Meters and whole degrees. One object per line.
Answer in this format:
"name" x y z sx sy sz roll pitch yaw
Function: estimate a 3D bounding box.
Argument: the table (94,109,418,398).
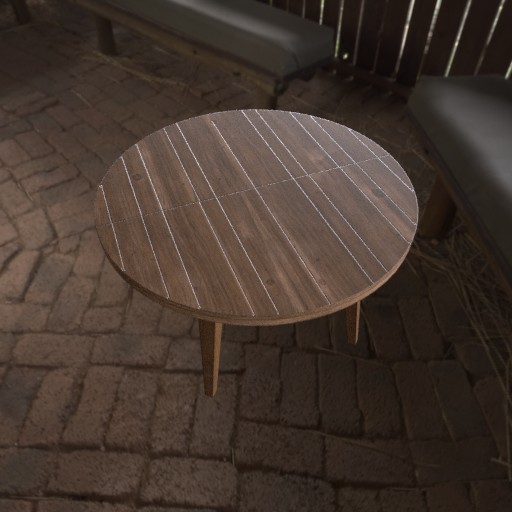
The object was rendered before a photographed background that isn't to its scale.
"table" 0.000 0.000 1.986 1.213 0.764 1.213 0 46 0
